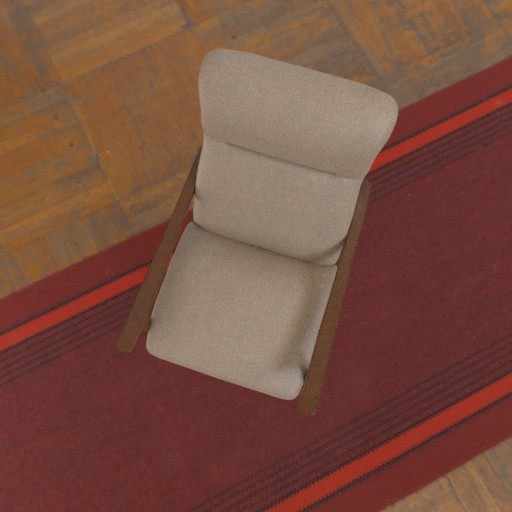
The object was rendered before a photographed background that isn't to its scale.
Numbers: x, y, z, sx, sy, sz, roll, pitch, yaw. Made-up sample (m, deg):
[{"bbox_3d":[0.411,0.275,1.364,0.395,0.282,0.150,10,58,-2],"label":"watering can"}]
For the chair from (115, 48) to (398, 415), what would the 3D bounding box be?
[{"bbox_3d":[0.000,0.000,1.792,0.762,1.082,1.030,17,76,4],"label":"chair"}]
